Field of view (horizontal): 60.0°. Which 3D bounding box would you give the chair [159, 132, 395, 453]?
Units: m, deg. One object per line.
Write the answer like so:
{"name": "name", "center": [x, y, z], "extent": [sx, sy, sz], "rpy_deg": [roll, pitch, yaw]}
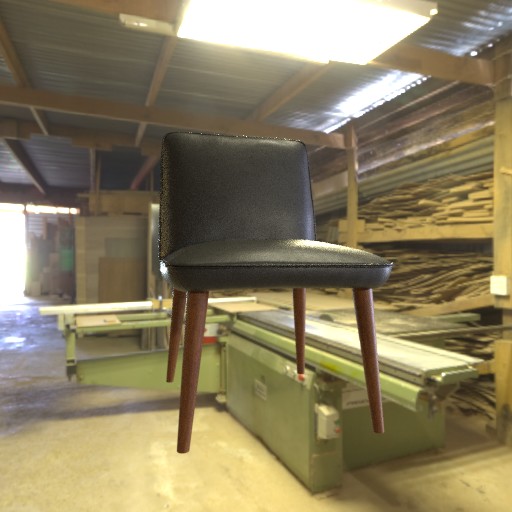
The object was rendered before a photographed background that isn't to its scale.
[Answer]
{"name": "chair", "center": [0.000, 0.000, 1.211], "extent": [0.543, 0.801, 0.645], "rpy_deg": [0, 0, -18]}
